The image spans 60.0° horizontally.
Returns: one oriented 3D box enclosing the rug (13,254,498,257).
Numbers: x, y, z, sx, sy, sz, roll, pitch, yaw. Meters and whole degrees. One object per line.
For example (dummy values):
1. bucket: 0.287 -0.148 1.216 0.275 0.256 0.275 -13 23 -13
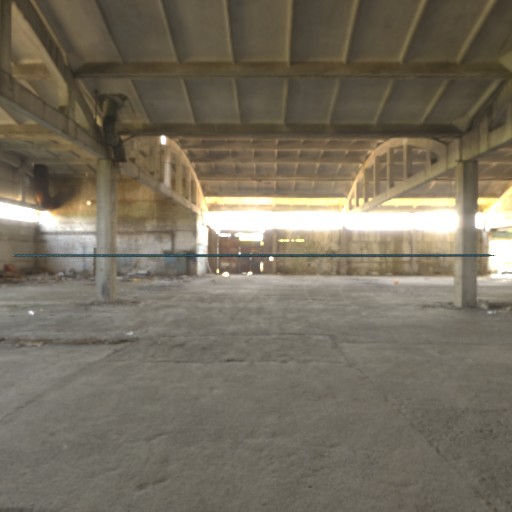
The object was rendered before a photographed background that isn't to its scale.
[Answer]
1. rug: 0.000 0.000 2.787 2.205 0.012 1.554 0 0 1
